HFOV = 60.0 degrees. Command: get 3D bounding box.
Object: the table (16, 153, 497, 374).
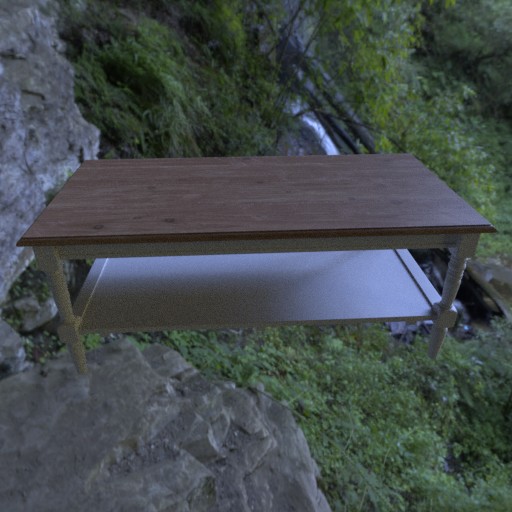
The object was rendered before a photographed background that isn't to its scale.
[{"bbox_3d":[0.000,0.000,1.377,1.118,0.458,0.559,-2,31,-3],"label":"table"}]
